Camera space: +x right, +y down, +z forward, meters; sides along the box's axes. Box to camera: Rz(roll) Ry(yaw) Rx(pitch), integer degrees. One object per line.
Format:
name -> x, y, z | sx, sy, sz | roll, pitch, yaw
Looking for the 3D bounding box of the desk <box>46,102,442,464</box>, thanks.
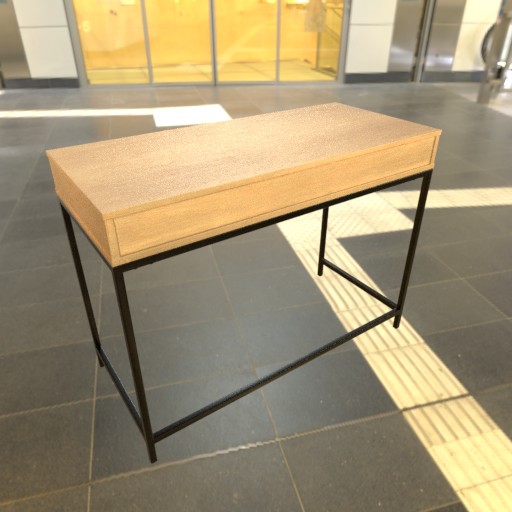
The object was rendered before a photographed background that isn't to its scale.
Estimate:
desk -> 0.000, 0.000, 1.433 | 1.016, 0.762, 0.470 | -19, 36, -29
